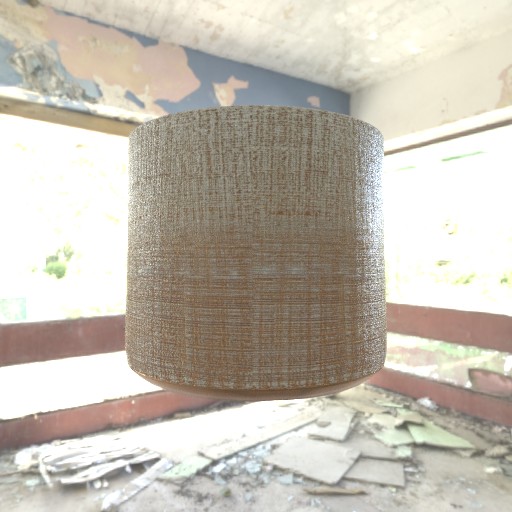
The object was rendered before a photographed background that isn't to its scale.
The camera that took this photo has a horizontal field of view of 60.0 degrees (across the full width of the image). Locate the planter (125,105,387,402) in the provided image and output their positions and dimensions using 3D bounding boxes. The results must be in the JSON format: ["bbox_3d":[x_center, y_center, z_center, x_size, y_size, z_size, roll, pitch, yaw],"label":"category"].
[{"bbox_3d":[0.000,0.000,0.192,0.109,0.096,0.109,0,0,0],"label":"planter"}]
